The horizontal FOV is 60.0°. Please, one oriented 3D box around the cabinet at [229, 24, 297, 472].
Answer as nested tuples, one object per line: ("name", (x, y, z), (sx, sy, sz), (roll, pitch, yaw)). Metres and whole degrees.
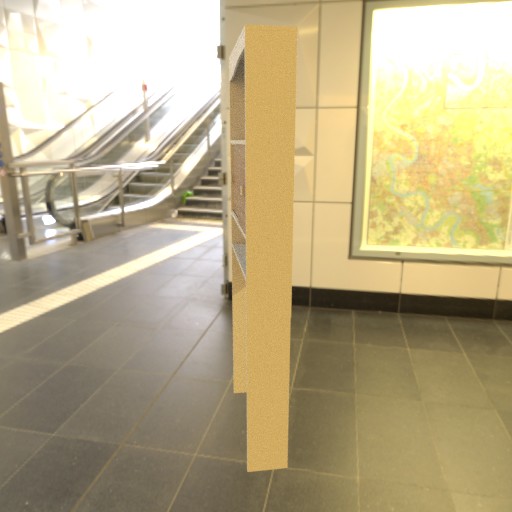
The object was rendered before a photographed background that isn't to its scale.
("cabinet", (0.000, 0.000, 2.022), (0.192, 1.770, 0.643), (-2, 15, -8))
